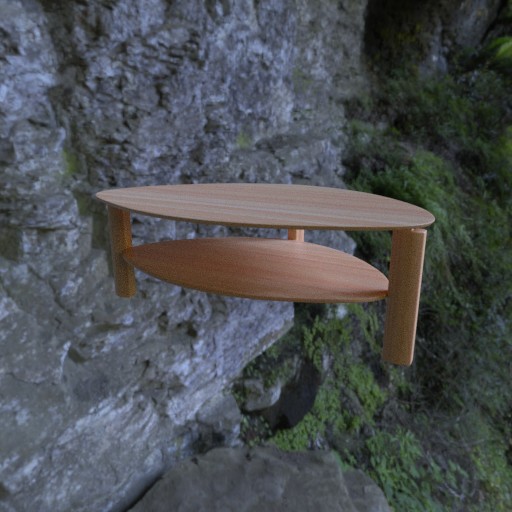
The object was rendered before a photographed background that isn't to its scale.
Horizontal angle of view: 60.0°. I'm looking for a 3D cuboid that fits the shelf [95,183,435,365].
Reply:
[{"bbox_3d":[0.000,0.000,1.662,1.246,0.440,0.845,9,18,28],"label":"shelf"}]
